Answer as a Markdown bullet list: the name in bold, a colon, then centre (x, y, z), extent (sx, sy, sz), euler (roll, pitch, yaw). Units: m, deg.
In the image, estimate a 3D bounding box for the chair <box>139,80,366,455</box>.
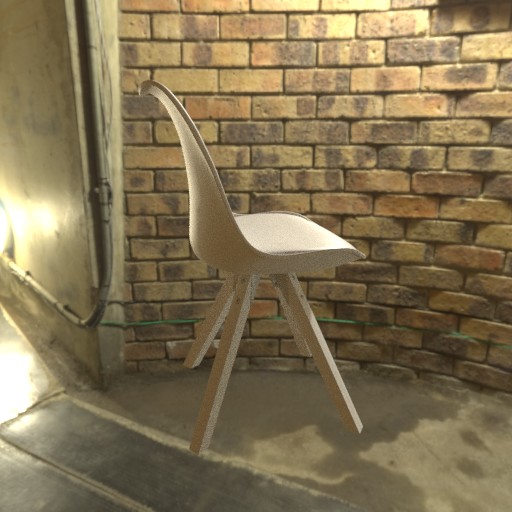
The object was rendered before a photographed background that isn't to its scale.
- **chair**: centre (0.000, 0.000, 1.186), extent (0.550, 0.850, 0.485), euler (-3, 16, -10)
